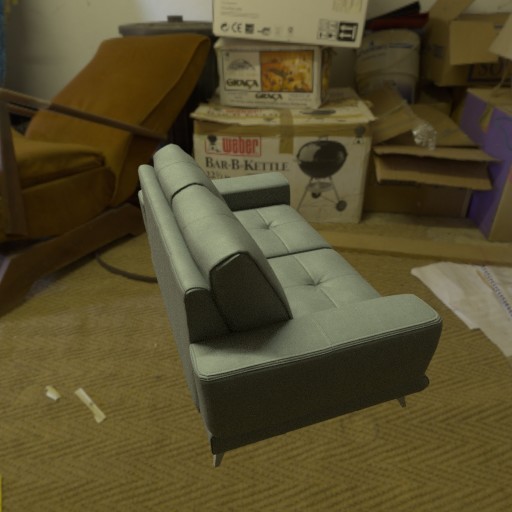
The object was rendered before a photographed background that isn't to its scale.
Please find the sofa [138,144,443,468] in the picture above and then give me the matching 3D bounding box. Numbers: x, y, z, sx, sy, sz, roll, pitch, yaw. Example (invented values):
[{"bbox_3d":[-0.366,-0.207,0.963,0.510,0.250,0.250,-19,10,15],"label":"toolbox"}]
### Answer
[{"bbox_3d":[0.000,0.000,2.371,1.018,0.907,1.806,-10,33,-17],"label":"sofa"}]
